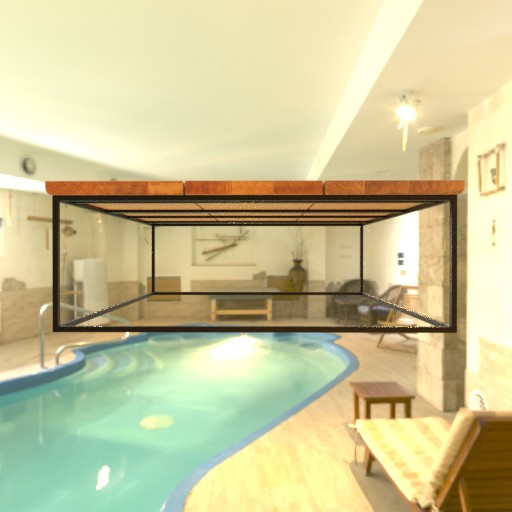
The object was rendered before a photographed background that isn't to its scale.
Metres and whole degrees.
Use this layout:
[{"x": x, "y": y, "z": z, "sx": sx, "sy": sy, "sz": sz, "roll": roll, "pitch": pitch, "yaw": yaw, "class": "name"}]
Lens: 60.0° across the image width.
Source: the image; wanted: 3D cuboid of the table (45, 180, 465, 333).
[{"x": 0.000, "y": 0.000, "z": 1.712, "sx": 1.100, "sy": 0.400, "sz": 1.100, "roll": 0, "pitch": 0, "yaw": 1, "class": "table"}]
